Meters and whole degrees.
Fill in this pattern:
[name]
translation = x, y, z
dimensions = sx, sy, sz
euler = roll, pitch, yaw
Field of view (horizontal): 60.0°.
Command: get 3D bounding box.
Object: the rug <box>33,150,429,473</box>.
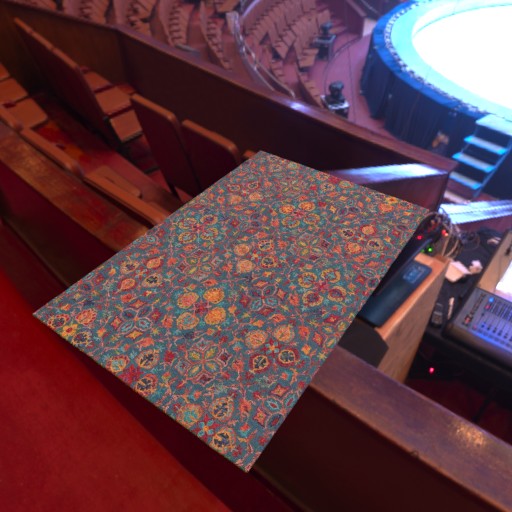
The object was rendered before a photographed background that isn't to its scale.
[rug]
translation = 0.000, 0.000, 2.323
dimensions = 1.216, 0.014, 1.836
euler = 25, 48, 25
